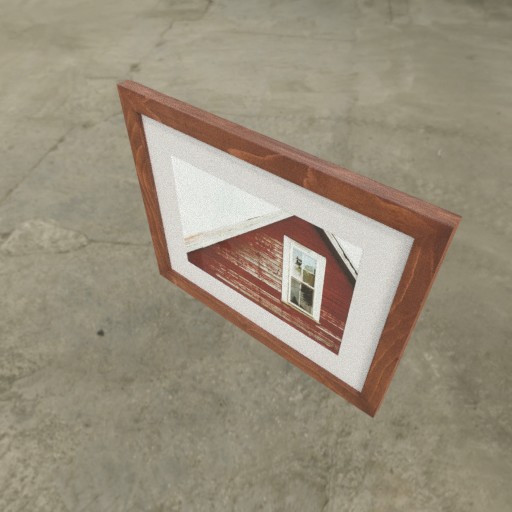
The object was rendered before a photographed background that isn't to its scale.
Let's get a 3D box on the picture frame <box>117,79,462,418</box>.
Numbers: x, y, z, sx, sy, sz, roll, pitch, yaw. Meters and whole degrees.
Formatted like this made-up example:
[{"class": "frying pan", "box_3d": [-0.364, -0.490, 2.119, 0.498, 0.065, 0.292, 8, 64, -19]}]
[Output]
[{"class": "picture frame", "box_3d": [0.000, 0.000, 0.764, 0.559, 0.457, 0.025, 30, 52, 26]}]
